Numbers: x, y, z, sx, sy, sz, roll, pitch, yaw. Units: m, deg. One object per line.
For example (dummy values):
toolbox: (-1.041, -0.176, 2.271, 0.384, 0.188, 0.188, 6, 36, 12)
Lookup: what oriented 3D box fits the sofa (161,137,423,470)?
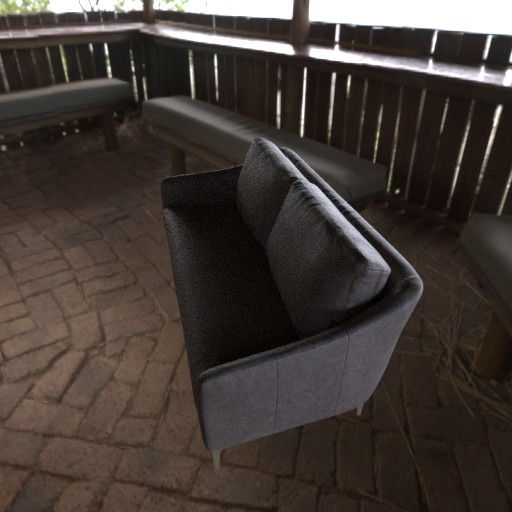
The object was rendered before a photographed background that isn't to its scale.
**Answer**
sofa: (0.000, 0.000, 2.568, 0.960, 0.902, 2.036, -7, 32, -12)
